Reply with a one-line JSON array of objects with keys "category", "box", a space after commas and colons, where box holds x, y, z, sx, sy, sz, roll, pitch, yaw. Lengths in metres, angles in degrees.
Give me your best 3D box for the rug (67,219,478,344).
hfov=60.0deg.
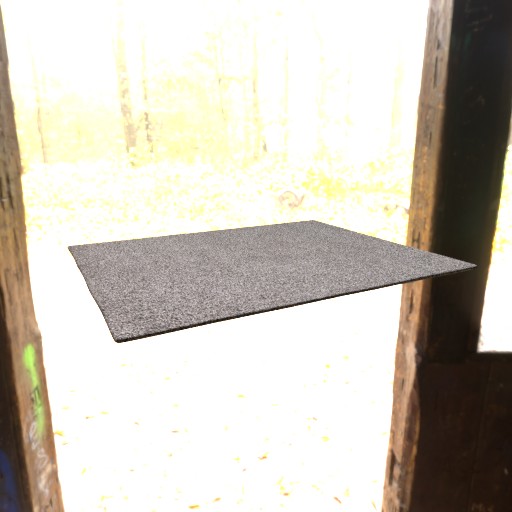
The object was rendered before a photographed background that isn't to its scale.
[{"category": "rug", "box": [0.000, 0.000, 4.148, 3.047, 0.029, 2.438, -8, 17, -27]}]
